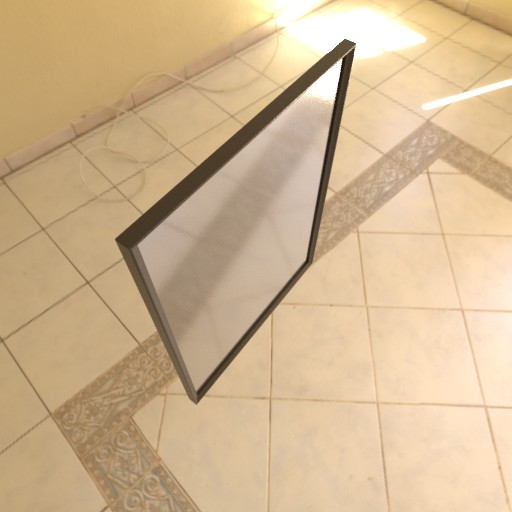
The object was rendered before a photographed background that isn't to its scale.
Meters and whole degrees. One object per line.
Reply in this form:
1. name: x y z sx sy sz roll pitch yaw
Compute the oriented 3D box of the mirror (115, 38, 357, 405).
1. mirror: 0.000 0.000 1.349 0.041 1.016 0.762 33 63 19
